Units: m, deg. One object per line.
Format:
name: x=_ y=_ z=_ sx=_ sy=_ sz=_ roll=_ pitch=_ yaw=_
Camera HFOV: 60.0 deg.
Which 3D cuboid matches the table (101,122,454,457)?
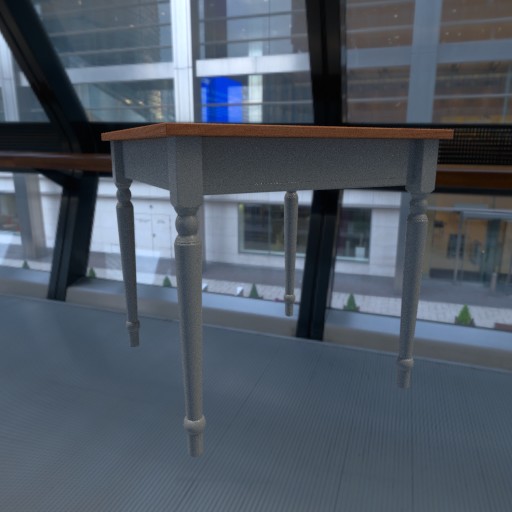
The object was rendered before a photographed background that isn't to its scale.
table: x=0.000 y=0.000 z=1.370 sx=0.747 sy=0.738 sz=0.747 roll=-7 pitch=15 yaw=-26
